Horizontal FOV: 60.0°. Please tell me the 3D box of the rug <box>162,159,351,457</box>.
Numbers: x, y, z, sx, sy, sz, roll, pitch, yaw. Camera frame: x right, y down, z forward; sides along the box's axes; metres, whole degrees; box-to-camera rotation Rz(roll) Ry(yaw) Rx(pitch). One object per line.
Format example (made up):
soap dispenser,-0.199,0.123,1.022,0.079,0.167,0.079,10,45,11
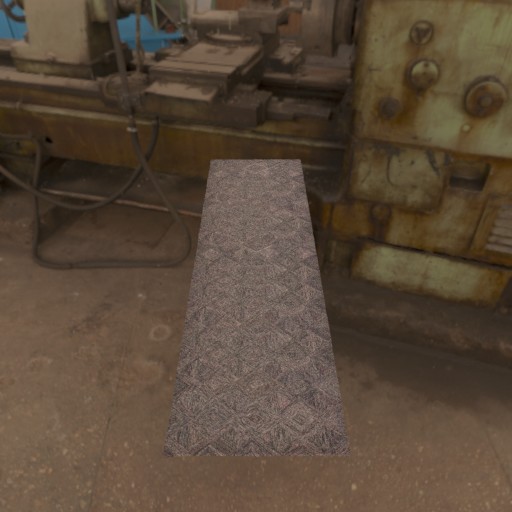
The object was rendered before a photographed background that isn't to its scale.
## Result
rug,0.000,0.000,2.500,0.691,0.011,2.296,0,40,0
